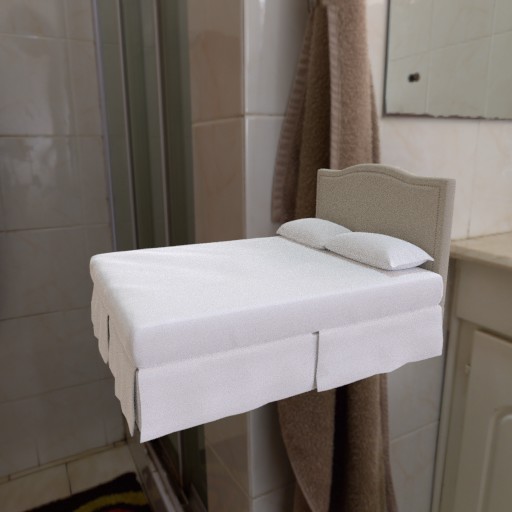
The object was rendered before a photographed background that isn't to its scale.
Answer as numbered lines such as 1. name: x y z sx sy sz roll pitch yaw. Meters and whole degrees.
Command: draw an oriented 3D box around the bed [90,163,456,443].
1. bed: 0.000 0.000 3.609 2.477 1.437 1.977 -7 15 -26
